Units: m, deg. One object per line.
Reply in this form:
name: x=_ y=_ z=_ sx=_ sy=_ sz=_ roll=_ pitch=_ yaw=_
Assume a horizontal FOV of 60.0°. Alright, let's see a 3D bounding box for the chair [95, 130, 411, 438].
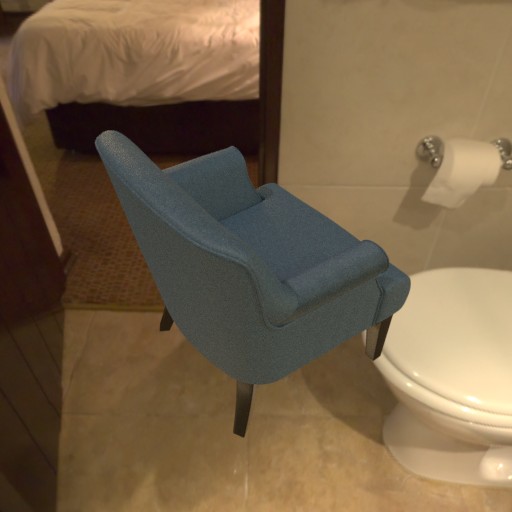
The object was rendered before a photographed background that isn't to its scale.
chair: x=0.000 y=0.000 z=1.450 sx=0.754 sy=0.878 sz=0.770 roll=-26 pitch=47 yaw=-26
